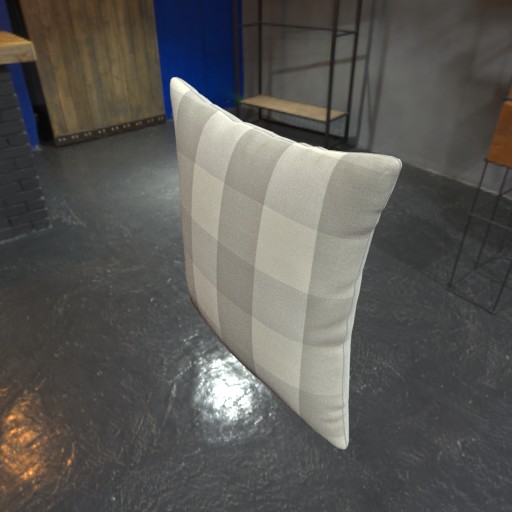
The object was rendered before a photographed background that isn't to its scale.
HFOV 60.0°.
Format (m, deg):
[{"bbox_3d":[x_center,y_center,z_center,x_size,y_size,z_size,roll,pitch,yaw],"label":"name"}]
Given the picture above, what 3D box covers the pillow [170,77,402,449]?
[{"bbox_3d":[0.000,0.000,0.772,0.161,0.509,0.511,-22,39,-30],"label":"pillow"}]
